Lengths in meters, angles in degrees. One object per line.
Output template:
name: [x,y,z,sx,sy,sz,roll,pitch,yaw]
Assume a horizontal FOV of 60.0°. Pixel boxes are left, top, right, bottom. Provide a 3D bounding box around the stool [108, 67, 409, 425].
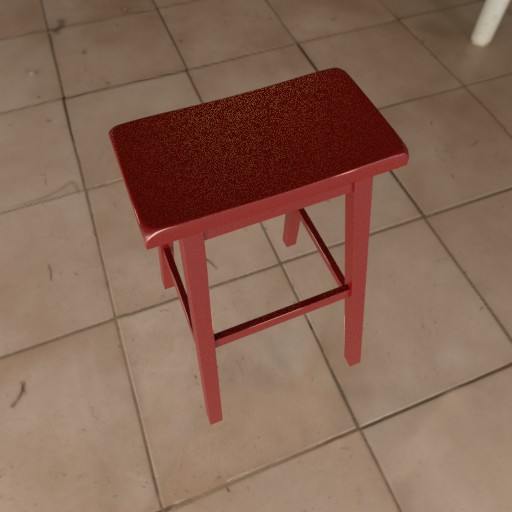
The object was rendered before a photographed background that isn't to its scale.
stool: [0.000,0.000,1.040,0.457,0.737,0.476,-19,60,-11]
